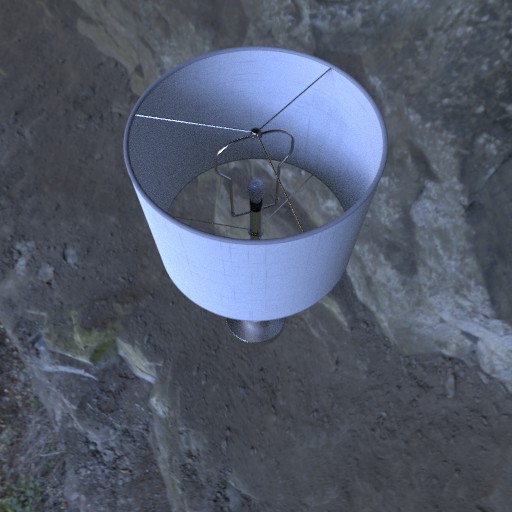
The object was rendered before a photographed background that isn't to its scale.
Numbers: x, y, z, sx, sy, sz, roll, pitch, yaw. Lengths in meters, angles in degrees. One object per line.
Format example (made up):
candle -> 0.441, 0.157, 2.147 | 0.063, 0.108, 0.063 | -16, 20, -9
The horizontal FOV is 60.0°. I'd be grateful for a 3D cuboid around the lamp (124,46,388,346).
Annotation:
lamp -> 0.000, 0.000, 0.718 | 0.282, 0.559, 0.280 | -17, 63, -9
